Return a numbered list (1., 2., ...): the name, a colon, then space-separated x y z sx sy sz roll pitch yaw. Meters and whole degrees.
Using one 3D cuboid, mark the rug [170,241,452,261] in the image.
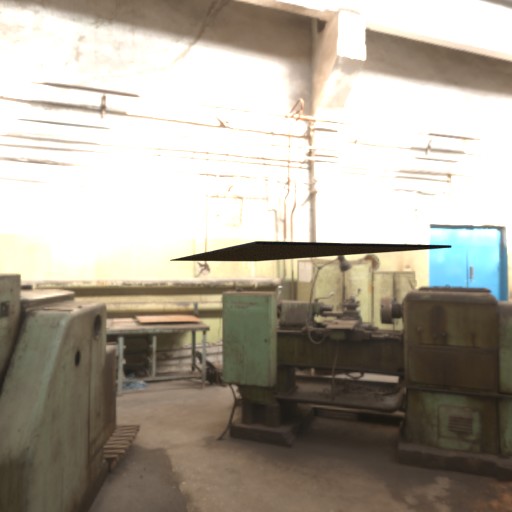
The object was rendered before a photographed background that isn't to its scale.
1. rug: 0.000 0.000 2.695 0.769 0.012 2.448 1 -2 -17
